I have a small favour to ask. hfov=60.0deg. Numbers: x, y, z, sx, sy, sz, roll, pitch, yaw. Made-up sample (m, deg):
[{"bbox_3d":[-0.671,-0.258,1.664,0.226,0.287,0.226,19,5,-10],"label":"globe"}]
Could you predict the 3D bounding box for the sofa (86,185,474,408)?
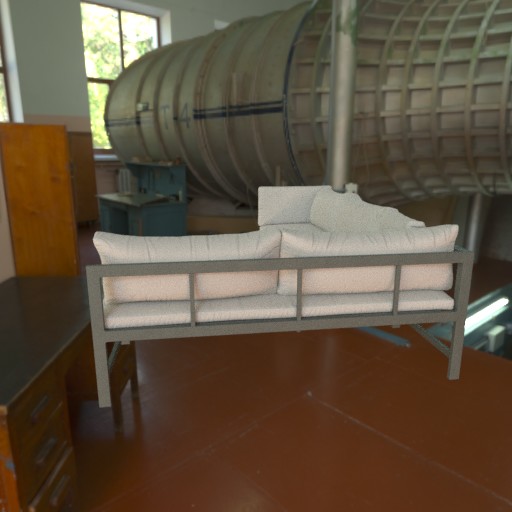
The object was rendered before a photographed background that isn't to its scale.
[{"bbox_3d":[0.000,0.000,2.919,1.658,0.758,2.096,-2,14,-8],"label":"sofa"}]
